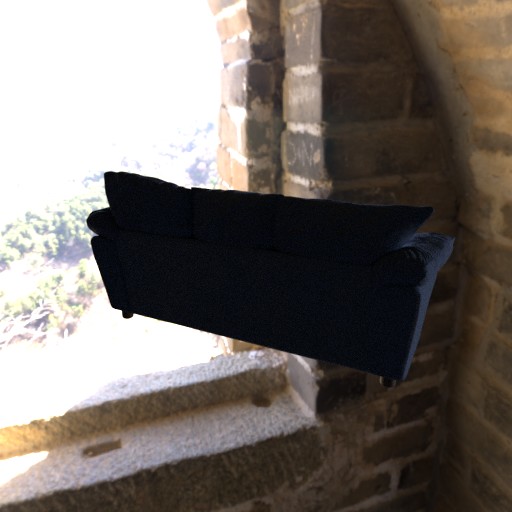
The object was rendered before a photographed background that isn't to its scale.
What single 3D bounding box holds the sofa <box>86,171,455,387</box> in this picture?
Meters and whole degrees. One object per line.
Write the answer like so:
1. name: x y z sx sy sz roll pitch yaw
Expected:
1. sofa: 0.000 0.000 3.006 2.390 1.091 0.907 9 19 26
